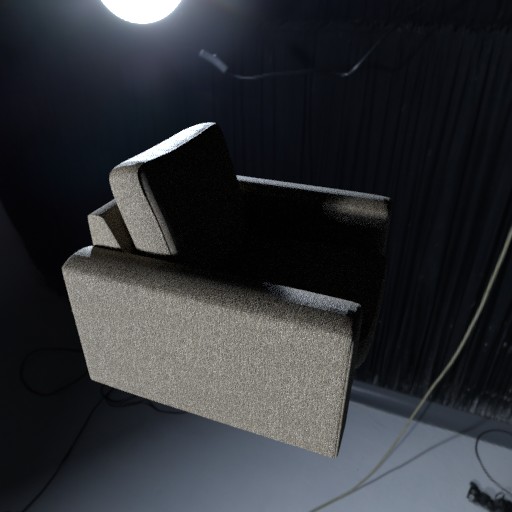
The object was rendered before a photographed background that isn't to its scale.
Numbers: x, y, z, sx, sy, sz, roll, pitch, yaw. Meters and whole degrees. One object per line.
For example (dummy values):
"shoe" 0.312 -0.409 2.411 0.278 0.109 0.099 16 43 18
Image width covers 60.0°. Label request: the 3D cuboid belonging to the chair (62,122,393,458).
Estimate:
"chair" 0.000 0.000 1.778 1.016 0.873 1.005 11 33 18
